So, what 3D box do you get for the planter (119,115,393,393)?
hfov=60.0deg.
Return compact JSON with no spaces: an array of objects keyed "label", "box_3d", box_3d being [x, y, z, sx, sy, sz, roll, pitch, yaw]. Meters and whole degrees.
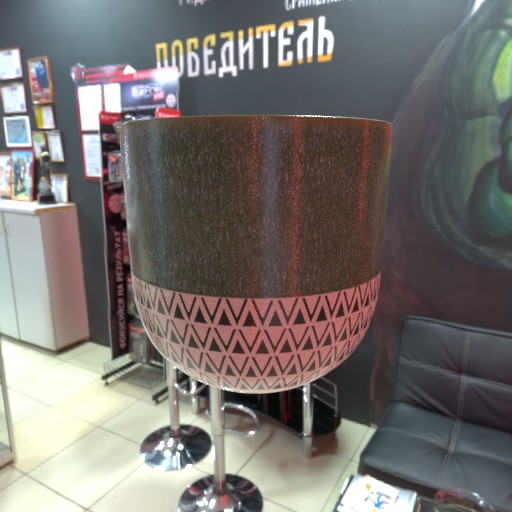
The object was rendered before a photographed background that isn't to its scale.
[{"label":"planter","box_3d":[0.000,0.000,0.479,0.266,0.270,0.266,0,13,0]}]
